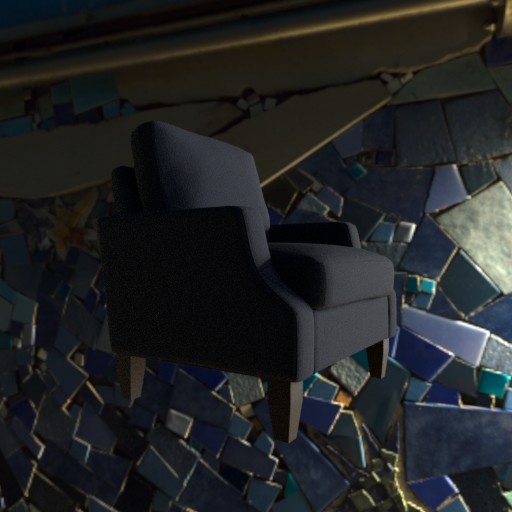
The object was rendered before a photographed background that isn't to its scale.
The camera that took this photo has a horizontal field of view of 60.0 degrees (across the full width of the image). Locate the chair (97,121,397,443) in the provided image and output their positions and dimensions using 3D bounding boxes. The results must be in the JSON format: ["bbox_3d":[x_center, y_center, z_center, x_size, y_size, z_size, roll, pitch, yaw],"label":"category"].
[{"bbox_3d":[0.000,0.000,1.706,0.897,0.991,0.855,0,0,34],"label":"chair"}]
